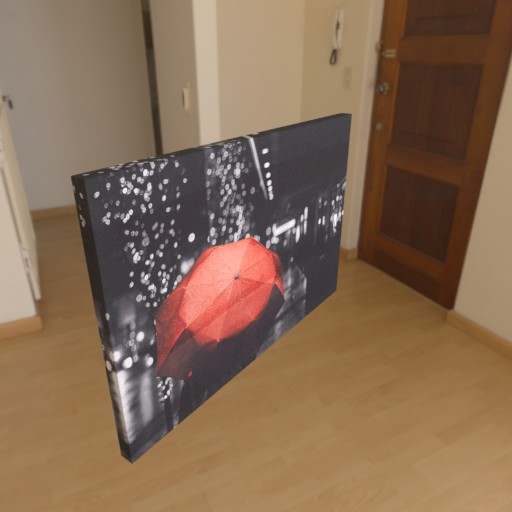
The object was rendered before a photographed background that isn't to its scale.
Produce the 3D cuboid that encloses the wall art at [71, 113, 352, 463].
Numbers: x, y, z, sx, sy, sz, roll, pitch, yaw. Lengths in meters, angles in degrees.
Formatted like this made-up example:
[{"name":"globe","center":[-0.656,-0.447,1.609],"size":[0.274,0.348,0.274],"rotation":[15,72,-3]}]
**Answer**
[{"name":"wall art","center":[0.000,0.000,1.138],"size":[0.038,0.609,0.914],"rotation":[18,30,33]}]
